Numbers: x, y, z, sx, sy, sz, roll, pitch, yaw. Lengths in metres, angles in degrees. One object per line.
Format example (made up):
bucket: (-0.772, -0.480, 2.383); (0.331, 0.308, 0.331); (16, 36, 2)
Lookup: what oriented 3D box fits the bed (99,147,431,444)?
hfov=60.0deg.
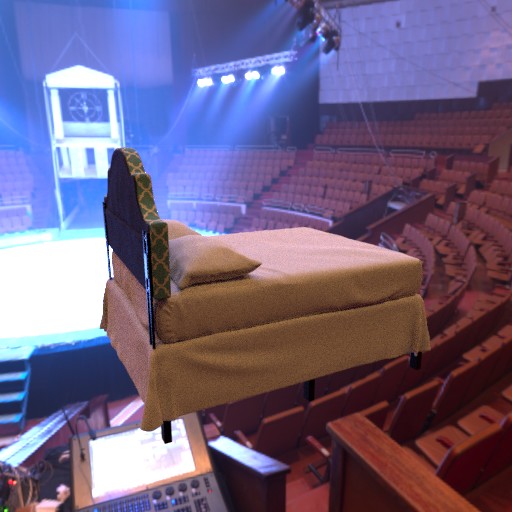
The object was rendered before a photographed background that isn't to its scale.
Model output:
bed: (0.000, 0.000, 3.426); (2.222, 1.633, 1.780); (-7, 15, -26)
